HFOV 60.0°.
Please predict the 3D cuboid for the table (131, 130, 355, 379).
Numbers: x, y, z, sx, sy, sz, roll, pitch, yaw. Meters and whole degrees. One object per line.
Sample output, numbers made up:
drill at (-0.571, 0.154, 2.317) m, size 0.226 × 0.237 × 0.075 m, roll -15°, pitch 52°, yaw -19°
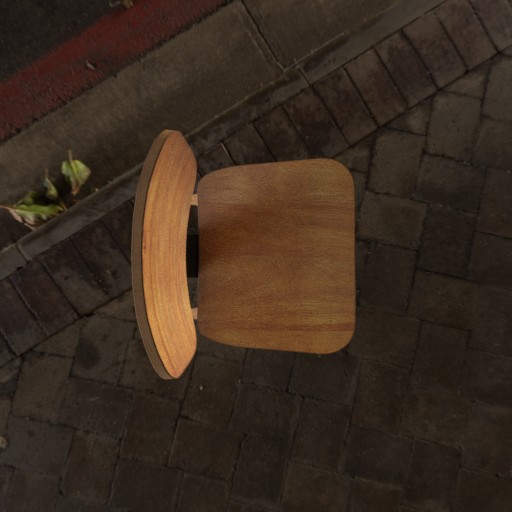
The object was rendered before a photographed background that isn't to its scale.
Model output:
table at (0.000, 0.000, 1.134) m, size 0.500 × 0.805 × 0.499 m, roll 0°, pitch 90°, yaw -1°
